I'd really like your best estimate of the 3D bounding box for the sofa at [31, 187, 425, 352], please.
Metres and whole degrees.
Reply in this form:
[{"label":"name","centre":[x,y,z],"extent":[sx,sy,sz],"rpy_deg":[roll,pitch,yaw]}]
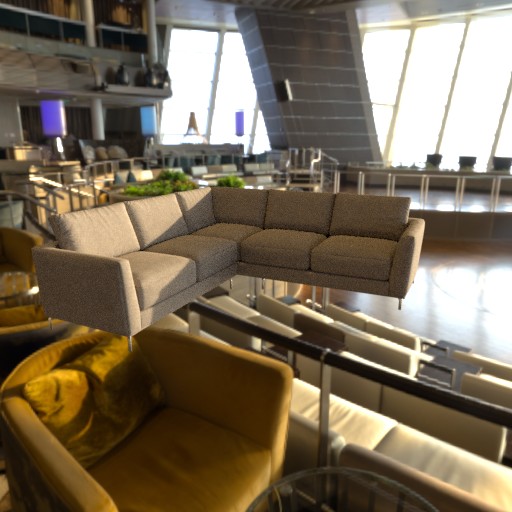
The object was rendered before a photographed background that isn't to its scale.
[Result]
[{"label":"sofa","centre":[0.000,0.000,3.708],"extent":[2.438,0.864,2.438],"rpy_deg":[7,17,25]}]
